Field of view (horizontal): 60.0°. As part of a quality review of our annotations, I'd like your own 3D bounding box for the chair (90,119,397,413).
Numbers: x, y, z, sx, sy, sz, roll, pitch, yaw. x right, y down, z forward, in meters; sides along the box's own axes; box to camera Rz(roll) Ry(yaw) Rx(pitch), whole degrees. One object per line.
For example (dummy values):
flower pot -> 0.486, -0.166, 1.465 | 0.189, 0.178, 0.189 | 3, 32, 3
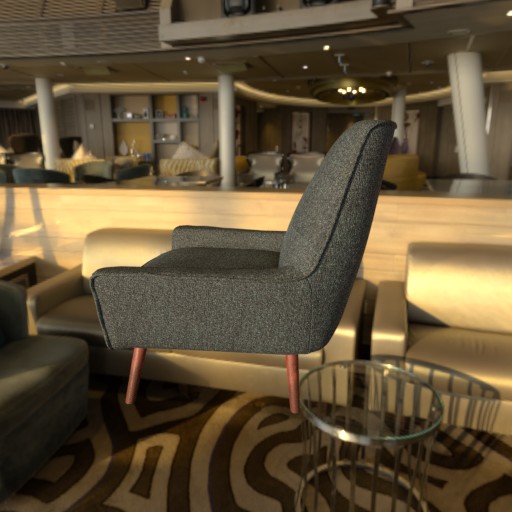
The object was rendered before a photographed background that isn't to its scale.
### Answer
chair -> 0.000, 0.000, 1.527 | 0.859, 0.883, 0.763 | 2, 14, 9
